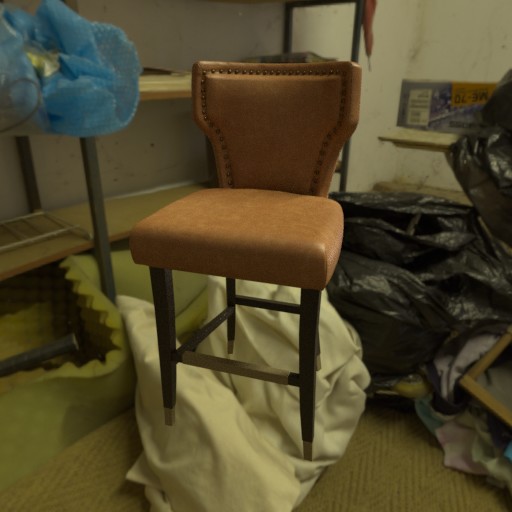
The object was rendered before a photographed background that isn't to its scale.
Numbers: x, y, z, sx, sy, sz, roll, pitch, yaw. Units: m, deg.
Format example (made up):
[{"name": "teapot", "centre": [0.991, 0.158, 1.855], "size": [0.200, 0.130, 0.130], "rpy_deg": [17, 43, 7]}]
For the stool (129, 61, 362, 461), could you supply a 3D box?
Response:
[{"name": "stool", "centre": [0.000, 0.000, 1.354], "size": [0.526, 1.092, 0.563], "rpy_deg": [7, 25, 16]}]
